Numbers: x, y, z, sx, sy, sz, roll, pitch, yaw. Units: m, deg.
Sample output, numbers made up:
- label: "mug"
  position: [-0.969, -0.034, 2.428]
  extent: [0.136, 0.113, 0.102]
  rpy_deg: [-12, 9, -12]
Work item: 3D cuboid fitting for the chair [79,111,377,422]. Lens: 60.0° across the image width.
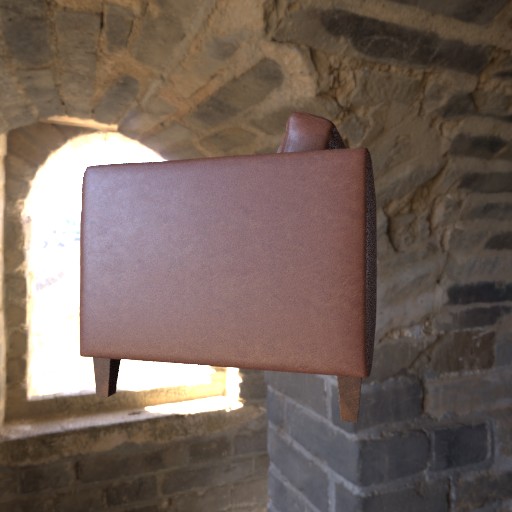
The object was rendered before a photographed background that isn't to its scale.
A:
- label: "chair"
  position: [0.000, 0.000, 1.833]
  extent: [0.959, 0.917, 1.107]
  rpy_deg: [0, 1, 16]
